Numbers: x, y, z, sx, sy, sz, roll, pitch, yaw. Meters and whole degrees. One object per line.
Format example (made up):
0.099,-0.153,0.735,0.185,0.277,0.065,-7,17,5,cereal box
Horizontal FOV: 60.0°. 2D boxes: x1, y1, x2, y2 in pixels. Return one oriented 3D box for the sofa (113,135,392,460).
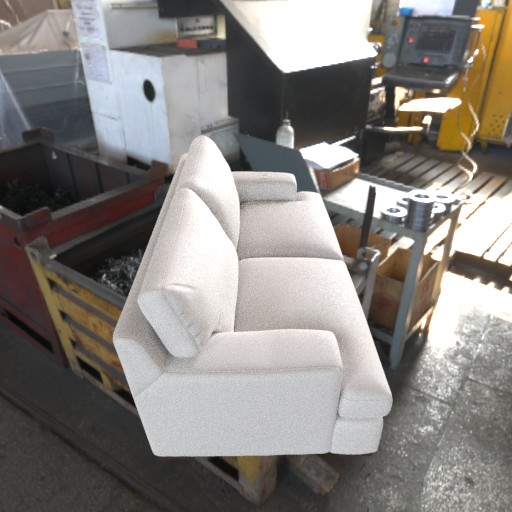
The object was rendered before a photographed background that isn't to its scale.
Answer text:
0.000,0.000,2.752,1.143,0.940,2.261,-1,31,-1,sofa
